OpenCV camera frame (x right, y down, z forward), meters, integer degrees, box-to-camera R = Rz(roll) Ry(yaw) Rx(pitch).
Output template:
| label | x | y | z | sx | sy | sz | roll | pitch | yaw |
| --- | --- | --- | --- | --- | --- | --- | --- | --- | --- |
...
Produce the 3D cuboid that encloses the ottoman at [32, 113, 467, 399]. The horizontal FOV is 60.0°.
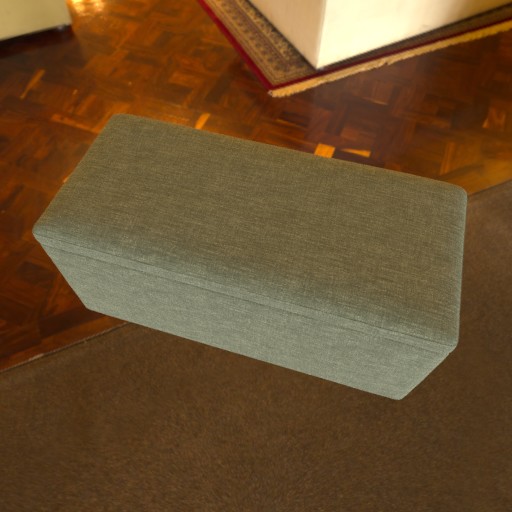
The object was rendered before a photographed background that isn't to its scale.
| label | x | y | z | sx | sy | sz | roll | pitch | yaw |
| --- | --- | --- | --- | --- | --- | --- | --- | --- | --- |
| ottoman | 0.000 | 0.000 | 1.124 | 0.902 | 0.432 | 0.419 | 14 | 59 | 9 |
